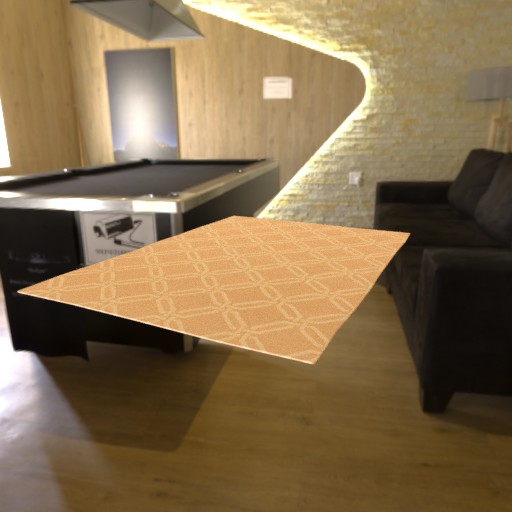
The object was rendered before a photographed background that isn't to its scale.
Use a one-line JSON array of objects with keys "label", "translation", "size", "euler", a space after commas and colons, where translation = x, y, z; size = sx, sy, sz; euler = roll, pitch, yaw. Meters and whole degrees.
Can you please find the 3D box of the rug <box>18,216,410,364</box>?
[{"label": "rug", "translation": [0.000, 0.000, 2.715], "size": [1.524, 0.013, 2.135], "euler": [8, 18, 26]}]
